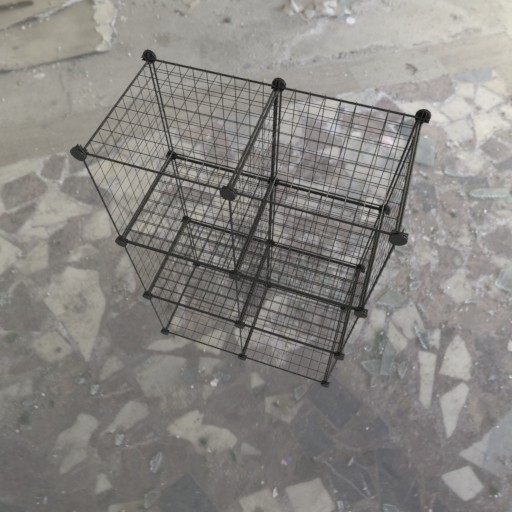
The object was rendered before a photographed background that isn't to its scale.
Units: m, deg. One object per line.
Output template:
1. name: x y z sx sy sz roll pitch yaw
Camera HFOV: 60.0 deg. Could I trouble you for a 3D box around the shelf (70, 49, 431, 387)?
1. shelf: 0.000 0.000 1.412 0.711 1.067 0.356 16 60 9
